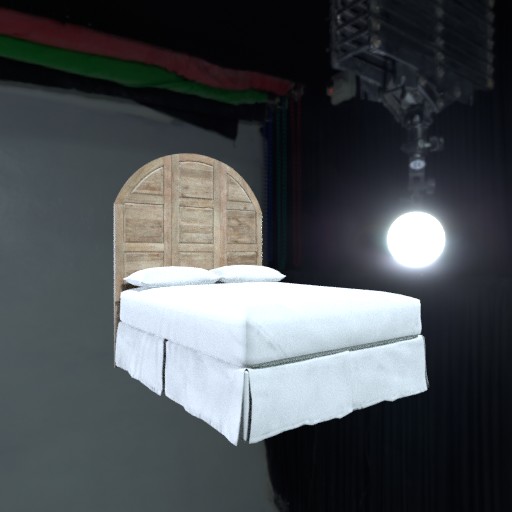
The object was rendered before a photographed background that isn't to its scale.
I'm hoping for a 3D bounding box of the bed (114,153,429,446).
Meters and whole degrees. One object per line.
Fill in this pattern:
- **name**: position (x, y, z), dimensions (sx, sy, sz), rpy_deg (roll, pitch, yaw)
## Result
- **bed**: position (0.000, 0.000, 3.595), dimensions (1.713, 2.002, 2.112), rpy_deg (0, 1, -36)
